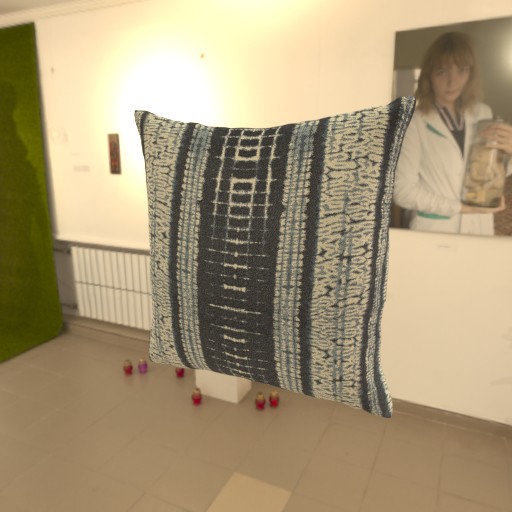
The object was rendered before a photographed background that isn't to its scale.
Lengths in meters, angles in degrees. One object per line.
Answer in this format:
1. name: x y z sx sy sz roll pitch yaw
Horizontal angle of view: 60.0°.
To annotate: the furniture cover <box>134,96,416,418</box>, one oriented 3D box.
1. furniture cover: 0.000 0.000 0.665 0.425 0.435 0.133 6 15 24
